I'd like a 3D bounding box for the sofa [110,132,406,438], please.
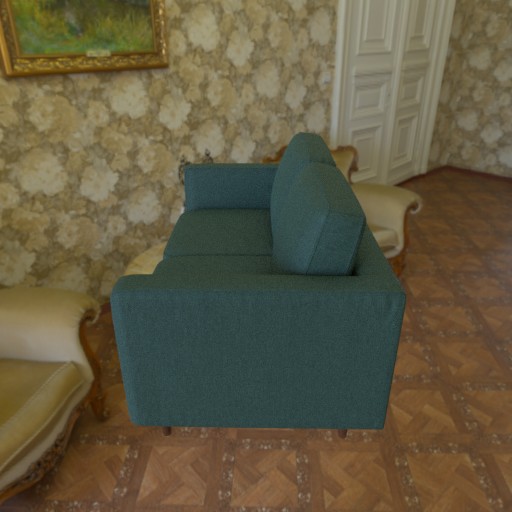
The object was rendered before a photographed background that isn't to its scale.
[{"bbox_3d":[0.000,0.000,1.992,0.879,0.899,1.430,0,26,1],"label":"sofa"}]
